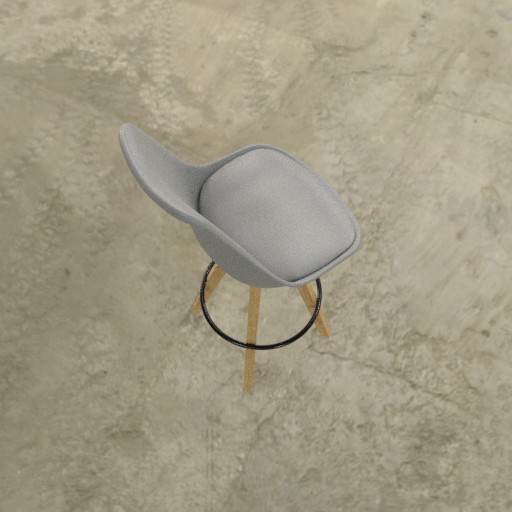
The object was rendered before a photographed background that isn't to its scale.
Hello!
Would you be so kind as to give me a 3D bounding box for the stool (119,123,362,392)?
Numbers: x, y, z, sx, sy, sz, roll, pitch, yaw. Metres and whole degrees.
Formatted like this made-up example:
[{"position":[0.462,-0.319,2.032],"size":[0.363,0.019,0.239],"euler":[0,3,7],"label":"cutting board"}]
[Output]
[{"position":[0.000,0.000,1.394],"size":[0.550,1.115,0.485],"euler":[-30,64,-17],"label":"stool"}]
